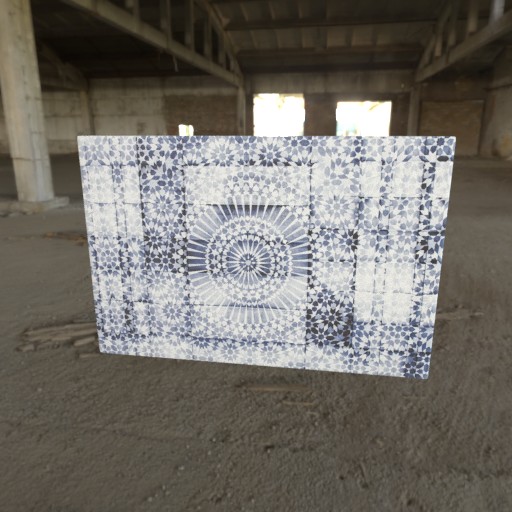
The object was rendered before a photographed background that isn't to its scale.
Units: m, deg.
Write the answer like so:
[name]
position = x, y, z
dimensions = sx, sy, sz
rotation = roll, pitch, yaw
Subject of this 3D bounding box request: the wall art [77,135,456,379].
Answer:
[wall art]
position = 0.000, 0.000, 1.164
dimensions = 0.911, 0.608, 0.057
rotation = 2, 16, 9
